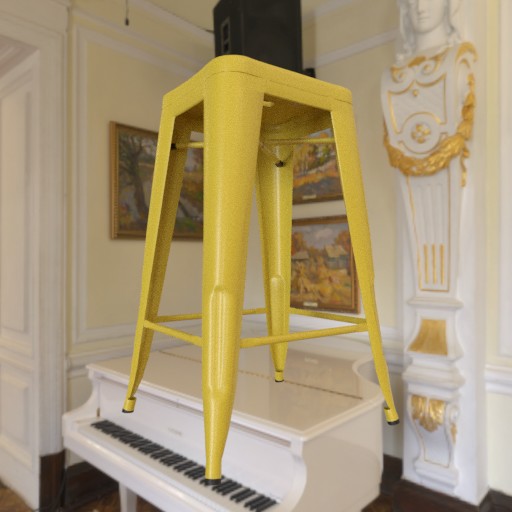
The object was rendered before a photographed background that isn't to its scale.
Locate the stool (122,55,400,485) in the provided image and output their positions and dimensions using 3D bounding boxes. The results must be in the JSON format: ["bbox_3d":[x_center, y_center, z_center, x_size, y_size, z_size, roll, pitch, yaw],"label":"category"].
[{"bbox_3d":[0.000,0.000,0.835,0.399,0.609,0.359,0,0,-35],"label":"stool"}]
